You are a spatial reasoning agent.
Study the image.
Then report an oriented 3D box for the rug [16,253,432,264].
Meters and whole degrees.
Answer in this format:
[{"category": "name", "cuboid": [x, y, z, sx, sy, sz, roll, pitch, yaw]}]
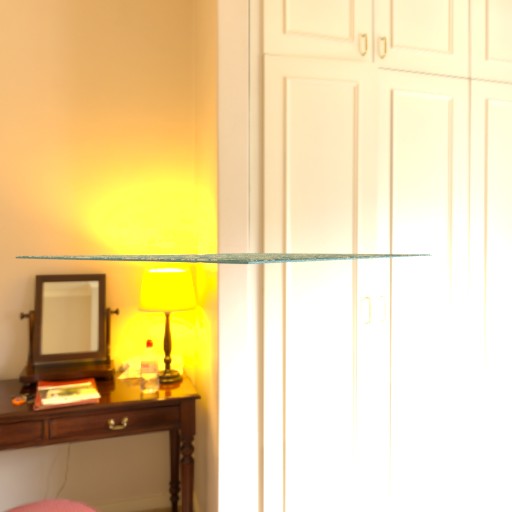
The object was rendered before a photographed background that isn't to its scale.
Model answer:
[{"category": "rug", "cuboid": [0.000, 0.000, 2.782, 1.554, 0.012, 2.205, 1, 1, 36]}]
